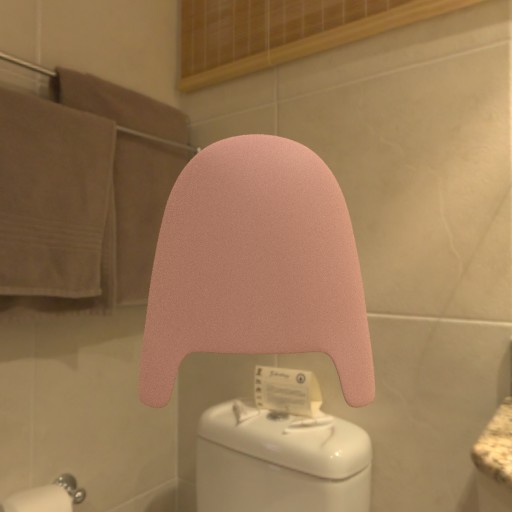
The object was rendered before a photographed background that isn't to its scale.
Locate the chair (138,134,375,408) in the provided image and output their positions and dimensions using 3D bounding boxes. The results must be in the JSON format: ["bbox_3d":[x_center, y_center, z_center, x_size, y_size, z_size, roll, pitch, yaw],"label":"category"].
[{"bbox_3d":[0.000,0.000,0.869,0.364,0.423,0.619,0,-2,0],"label":"chair"}]
